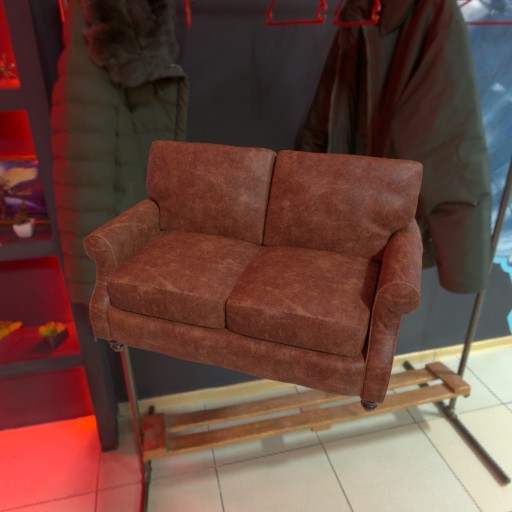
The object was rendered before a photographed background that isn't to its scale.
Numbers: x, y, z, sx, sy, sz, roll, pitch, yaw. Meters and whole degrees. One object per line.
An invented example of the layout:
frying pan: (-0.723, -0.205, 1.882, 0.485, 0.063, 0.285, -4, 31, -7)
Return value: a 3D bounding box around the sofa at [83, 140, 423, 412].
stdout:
sofa: (0.000, 0.000, 2.308, 1.616, 0.967, 0.990, 9, 28, 17)
